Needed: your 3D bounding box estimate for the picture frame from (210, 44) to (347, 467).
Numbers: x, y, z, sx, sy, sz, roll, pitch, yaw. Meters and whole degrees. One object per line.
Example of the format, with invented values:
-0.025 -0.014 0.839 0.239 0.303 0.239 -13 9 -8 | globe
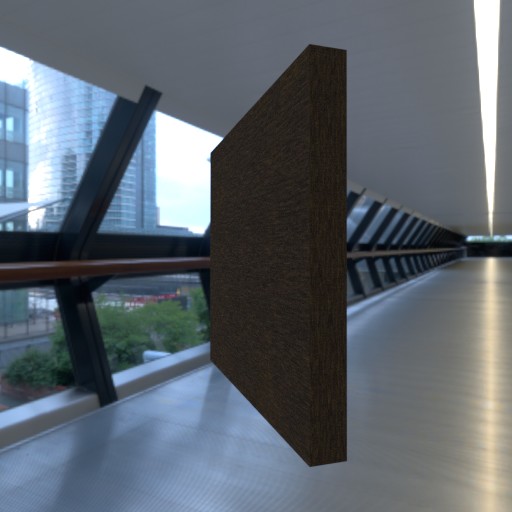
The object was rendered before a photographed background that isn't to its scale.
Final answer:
0.000 0.000 0.531 0.033 0.330 0.378 0 0 -18 | picture frame
